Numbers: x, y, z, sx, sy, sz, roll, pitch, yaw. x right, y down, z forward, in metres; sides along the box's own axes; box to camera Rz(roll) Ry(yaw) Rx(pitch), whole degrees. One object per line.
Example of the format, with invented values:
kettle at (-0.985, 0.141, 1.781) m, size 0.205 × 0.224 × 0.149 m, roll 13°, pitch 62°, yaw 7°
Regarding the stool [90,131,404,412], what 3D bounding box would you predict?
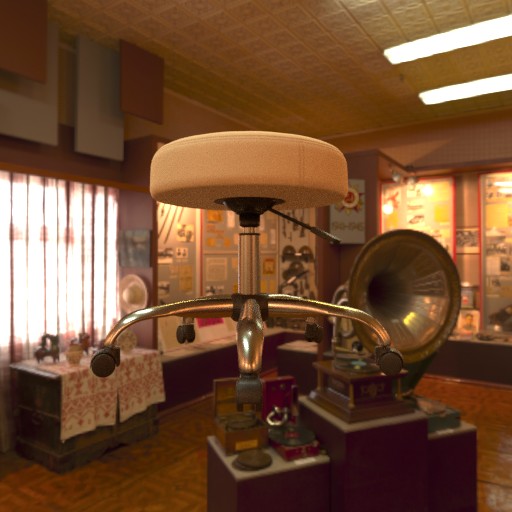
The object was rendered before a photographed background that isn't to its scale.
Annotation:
stool at (0.000, 0.000, 1.014) m, size 0.634 × 0.482 × 0.614 m, roll 0°, pitch 0°, yaw 36°
